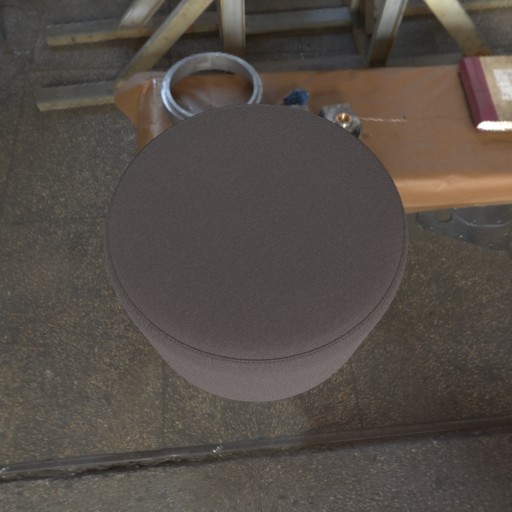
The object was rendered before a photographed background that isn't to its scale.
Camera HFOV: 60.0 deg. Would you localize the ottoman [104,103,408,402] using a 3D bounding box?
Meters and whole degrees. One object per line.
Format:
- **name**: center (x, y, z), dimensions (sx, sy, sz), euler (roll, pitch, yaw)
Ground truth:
- **ottoman**: center (0.000, 0.000, 1.032), dimensions (0.608, 0.433, 0.608), euler (0, 64, 0)
